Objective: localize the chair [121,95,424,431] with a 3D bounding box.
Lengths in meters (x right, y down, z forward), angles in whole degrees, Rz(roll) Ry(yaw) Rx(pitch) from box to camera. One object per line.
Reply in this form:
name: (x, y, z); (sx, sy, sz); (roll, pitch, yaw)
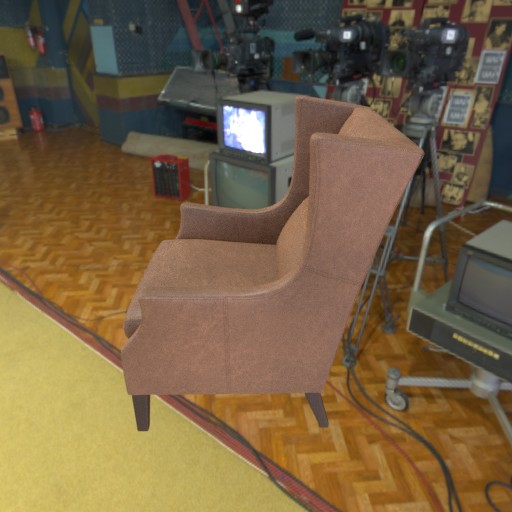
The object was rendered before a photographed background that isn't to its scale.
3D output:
chair: (0.000, 0.000, 1.720); (0.913, 1.088, 0.815); (1, 28, 1)
